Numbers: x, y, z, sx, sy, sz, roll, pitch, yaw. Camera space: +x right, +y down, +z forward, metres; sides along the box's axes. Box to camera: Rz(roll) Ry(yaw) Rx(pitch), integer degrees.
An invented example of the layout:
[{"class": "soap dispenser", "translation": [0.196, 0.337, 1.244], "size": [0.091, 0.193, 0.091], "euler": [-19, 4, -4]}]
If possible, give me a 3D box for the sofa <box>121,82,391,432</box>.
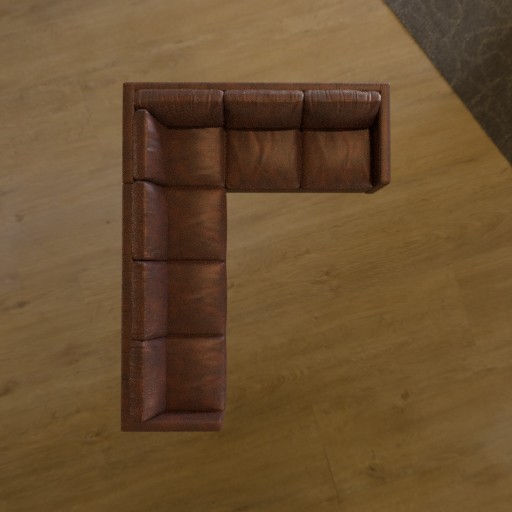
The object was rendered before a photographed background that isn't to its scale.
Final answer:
[{"class": "sofa", "translation": [0.000, 0.000, 4.262], "size": [2.438, 0.836, 3.152], "euler": [0, 89, 0]}]
